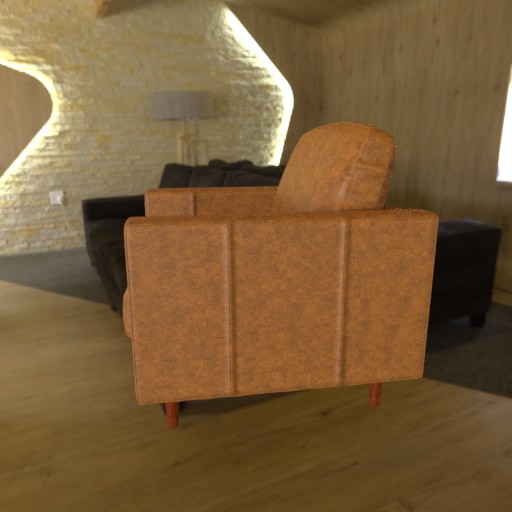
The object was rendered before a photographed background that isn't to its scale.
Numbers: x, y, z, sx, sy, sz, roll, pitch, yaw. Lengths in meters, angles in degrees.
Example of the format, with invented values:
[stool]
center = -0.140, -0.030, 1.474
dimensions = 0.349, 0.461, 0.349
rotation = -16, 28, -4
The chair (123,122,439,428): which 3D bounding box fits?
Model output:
[chair]
center = 0.000, 0.000, 1.658
dimensions = 0.909, 0.956, 0.890
rotation = -2, 14, -10
